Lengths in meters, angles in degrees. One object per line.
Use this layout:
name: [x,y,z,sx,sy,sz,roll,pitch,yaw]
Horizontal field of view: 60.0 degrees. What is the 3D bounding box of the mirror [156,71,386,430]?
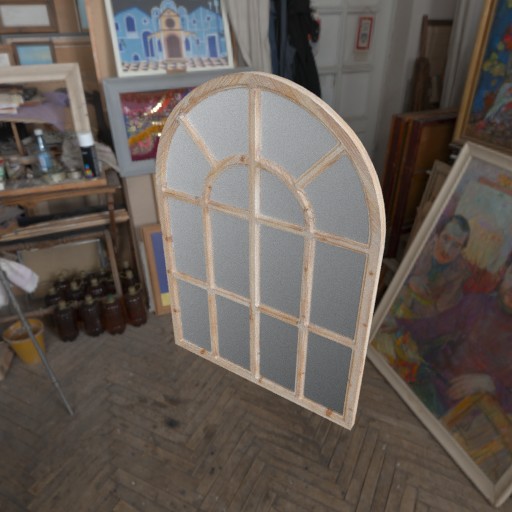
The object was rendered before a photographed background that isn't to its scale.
mirror: [0.000,0.000,1.189,0.660,0.920,0.032,18,35,28]
